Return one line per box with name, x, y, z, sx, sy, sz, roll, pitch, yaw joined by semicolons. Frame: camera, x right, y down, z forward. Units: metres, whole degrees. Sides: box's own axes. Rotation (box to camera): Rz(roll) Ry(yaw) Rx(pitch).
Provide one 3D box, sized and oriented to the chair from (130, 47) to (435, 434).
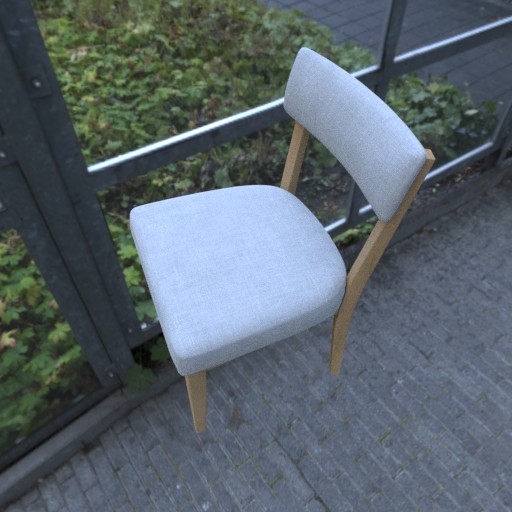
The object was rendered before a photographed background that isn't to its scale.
chair;0.000;0.000;1.169;0.572;0.832;0.508;-17;50;-15
